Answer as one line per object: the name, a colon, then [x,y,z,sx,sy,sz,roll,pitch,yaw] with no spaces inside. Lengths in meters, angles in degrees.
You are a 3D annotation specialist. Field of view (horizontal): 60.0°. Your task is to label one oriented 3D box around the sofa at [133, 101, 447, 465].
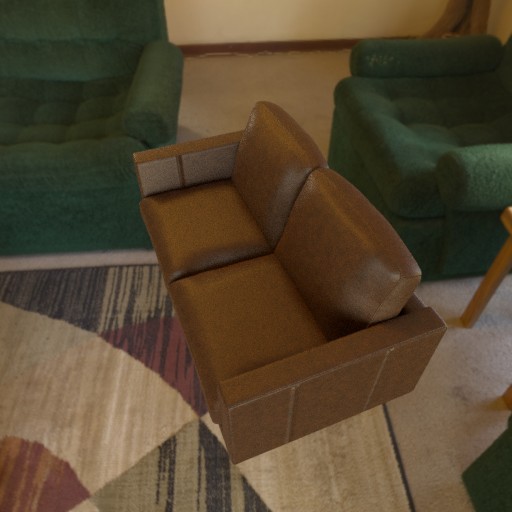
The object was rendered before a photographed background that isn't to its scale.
sofa: [0.000,0.000,2.180,0.909,0.951,1.578,-16,49,-15]
